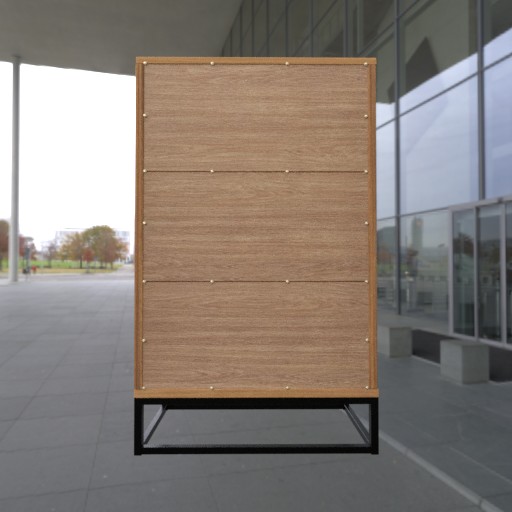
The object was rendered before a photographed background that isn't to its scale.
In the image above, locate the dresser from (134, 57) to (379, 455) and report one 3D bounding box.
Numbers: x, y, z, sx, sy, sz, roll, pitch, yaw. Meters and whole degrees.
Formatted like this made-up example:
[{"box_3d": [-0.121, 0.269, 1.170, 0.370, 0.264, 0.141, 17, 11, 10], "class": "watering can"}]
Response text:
[{"box_3d": [0.000, 0.000, 1.615, 0.761, 1.240, 0.479, 0, -1, -1], "class": "dresser"}]
